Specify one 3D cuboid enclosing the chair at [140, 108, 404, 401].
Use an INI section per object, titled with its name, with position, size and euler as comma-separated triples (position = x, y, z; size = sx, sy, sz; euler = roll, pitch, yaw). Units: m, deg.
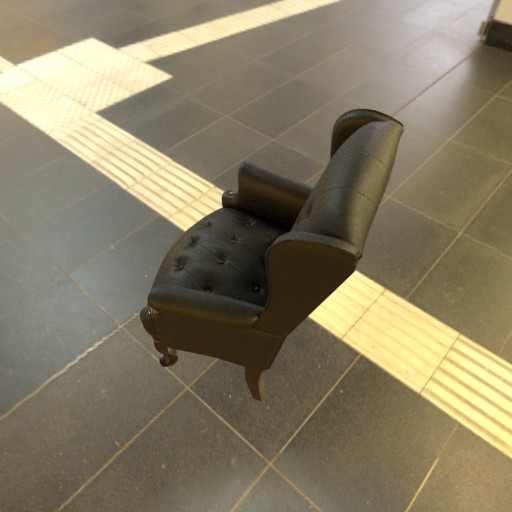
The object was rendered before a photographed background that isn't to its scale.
[chair]
position = 0.000, 0.000, 1.737
size = 0.822, 1.133, 0.831
euler = 17, 50, 15
